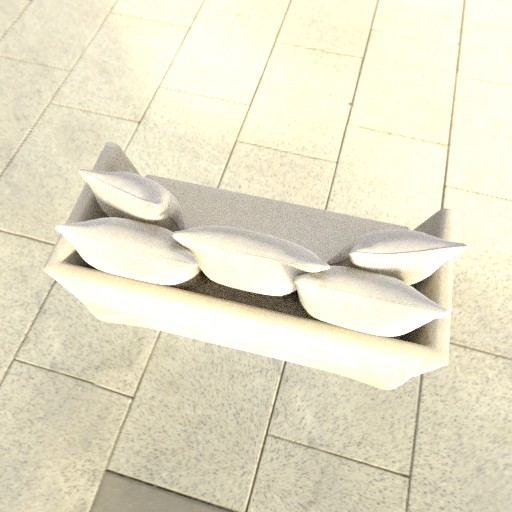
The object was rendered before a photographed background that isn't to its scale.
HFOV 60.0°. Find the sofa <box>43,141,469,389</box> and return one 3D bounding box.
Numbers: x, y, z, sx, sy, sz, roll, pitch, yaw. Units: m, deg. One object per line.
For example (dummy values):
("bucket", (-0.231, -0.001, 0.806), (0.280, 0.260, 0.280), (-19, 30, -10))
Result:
("sofa", (0.000, 0.000, 2.810), (2.290, 1.034, 1.031), (12, 64, 6))
